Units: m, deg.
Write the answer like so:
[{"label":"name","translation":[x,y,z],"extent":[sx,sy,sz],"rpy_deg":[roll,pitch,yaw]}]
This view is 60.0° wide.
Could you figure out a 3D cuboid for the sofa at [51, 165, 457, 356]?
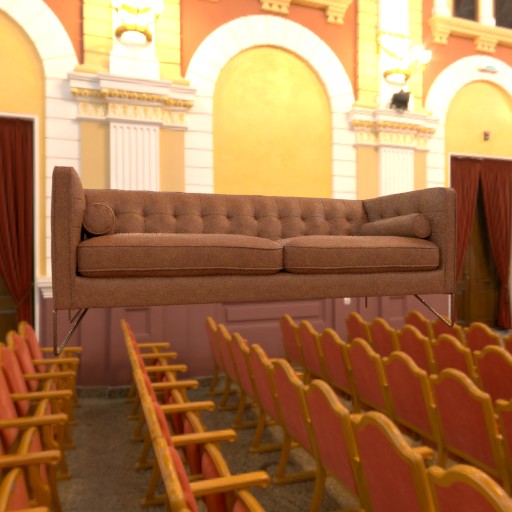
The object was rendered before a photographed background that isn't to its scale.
[{"label":"sofa","translation":[0.000,0.000,2.545],"extent":[2.079,0.798,0.912],"rpy_deg":[0,1,-19]}]
